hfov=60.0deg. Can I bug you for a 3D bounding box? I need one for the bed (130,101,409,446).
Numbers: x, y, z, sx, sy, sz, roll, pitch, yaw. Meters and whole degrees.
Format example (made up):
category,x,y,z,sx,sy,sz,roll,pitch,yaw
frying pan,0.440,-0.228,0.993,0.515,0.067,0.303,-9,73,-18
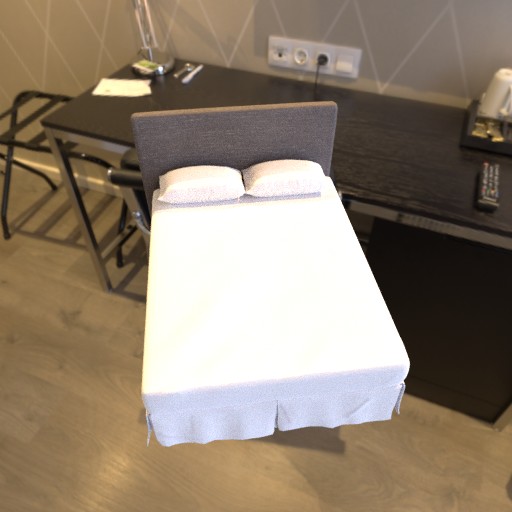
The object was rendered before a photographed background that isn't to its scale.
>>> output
category,x,y,z,sx,sy,sz,roll,pitch,yaw
bed,0.000,0.000,3.250,1.723,1.330,2.142,-5,45,-5
